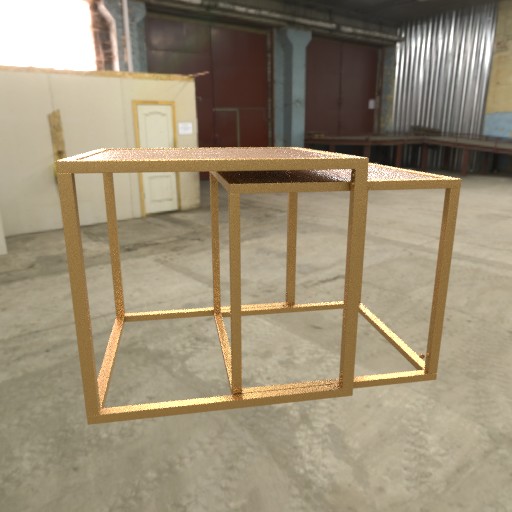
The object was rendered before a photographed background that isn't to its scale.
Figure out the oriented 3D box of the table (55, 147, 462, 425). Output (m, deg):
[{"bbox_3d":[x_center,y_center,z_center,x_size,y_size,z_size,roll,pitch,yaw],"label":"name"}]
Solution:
[{"bbox_3d":[0.000,0.000,1.098,0.762,0.505,0.505,-3,16,-10],"label":"table"}]
